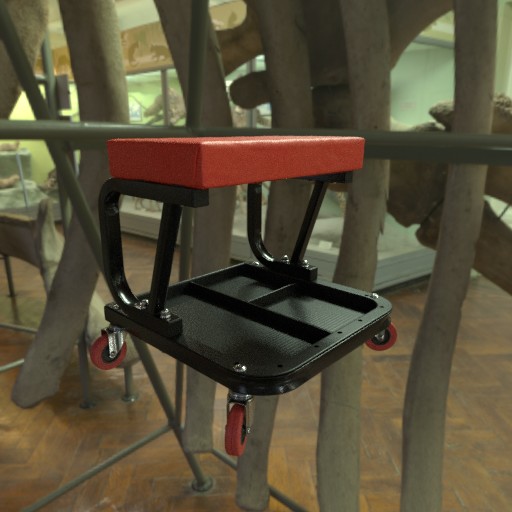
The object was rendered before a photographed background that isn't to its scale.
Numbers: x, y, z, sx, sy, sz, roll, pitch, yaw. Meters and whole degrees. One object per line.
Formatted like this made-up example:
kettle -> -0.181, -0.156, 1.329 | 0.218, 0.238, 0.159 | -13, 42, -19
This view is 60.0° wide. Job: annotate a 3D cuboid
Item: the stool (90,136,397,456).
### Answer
stool -> 0.000, 0.000, 0.736 | 0.371, 0.380, 0.446 | 14, 22, 41
